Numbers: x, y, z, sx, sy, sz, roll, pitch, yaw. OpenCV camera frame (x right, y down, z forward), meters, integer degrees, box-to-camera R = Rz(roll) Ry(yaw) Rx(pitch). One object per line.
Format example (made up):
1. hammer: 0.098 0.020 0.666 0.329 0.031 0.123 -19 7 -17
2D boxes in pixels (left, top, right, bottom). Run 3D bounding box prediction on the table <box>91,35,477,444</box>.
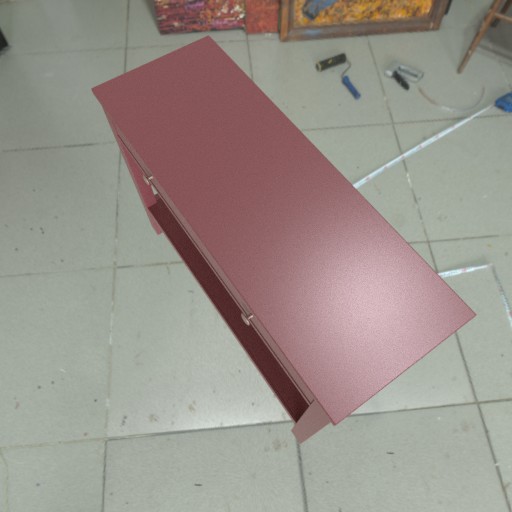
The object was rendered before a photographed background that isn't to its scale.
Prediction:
1. table: 0.000 0.000 1.418 0.397 0.753 1.068 -32 68 -15
